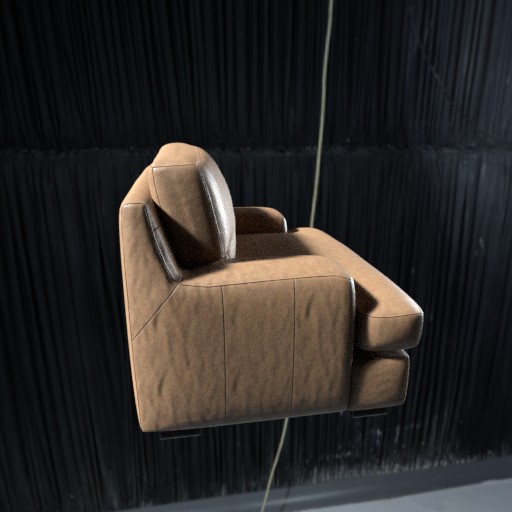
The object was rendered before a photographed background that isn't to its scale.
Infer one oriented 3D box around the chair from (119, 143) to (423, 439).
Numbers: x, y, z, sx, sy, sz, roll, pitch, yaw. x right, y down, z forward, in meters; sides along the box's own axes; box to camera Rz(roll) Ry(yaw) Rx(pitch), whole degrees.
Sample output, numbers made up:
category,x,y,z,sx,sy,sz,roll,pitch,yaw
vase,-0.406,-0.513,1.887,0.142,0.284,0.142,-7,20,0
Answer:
category,x,y,z,sx,sy,sz,roll,pitch,yaw
chair,0.000,0.000,2.025,1.050,0.978,1.276,-3,17,-9
